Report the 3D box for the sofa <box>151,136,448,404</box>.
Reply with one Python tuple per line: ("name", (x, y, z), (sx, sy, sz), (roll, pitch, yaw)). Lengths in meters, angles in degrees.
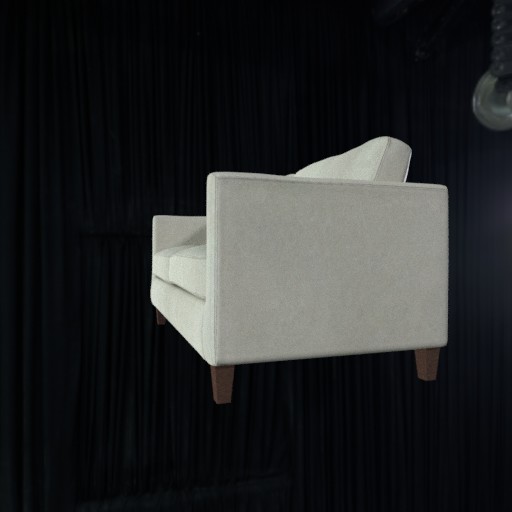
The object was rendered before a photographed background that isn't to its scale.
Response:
("sofa", (0.000, 0.000, 2.378), (0.950, 0.940, 1.846), (0, 0, -19))
